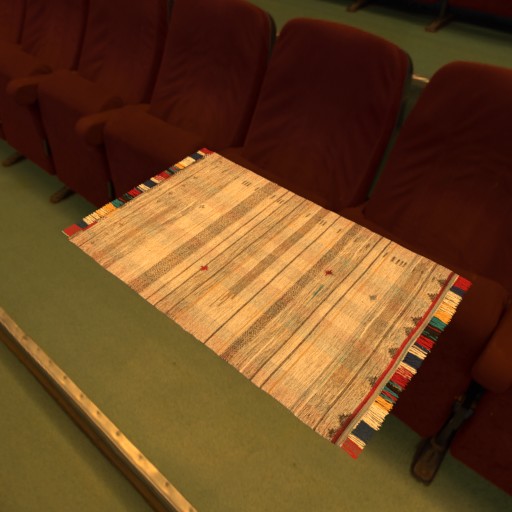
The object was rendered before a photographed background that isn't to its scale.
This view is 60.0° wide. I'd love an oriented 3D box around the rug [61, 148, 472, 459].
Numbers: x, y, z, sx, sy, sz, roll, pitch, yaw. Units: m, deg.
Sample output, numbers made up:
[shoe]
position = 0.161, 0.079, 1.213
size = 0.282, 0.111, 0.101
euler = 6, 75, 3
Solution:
[rug]
position = 0.000, 0.000, 3.002
size = 2.465, 0.012, 1.465
euler = 31, 53, 27
